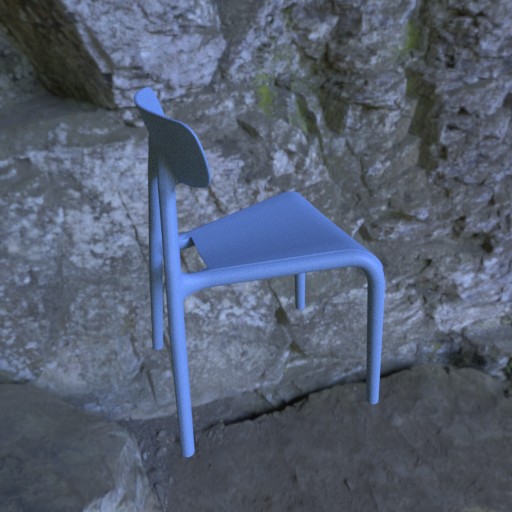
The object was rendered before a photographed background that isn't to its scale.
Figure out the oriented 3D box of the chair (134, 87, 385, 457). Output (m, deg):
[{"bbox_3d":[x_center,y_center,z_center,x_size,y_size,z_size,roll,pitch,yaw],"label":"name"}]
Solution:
[{"bbox_3d":[0.000,0.000,0.829,0.401,0.580,0.356,-11,32,-18],"label":"chair"}]
